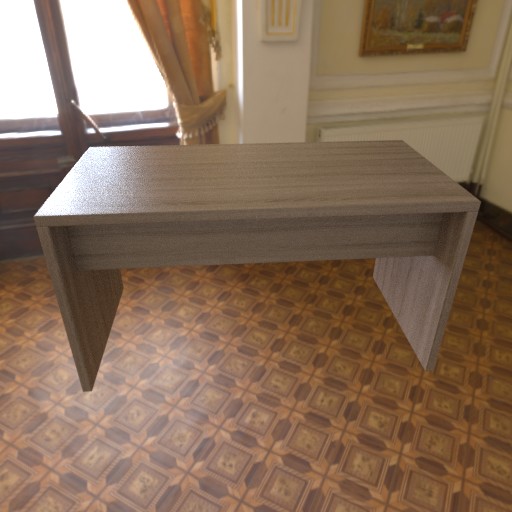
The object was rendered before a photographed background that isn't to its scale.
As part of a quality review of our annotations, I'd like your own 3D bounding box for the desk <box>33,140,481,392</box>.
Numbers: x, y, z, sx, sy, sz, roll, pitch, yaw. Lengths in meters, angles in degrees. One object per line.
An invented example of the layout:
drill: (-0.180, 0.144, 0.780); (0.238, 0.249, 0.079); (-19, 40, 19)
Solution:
desk: (0.000, 0.000, 1.847); (1.380, 0.745, 0.690); (-2, 31, -4)
